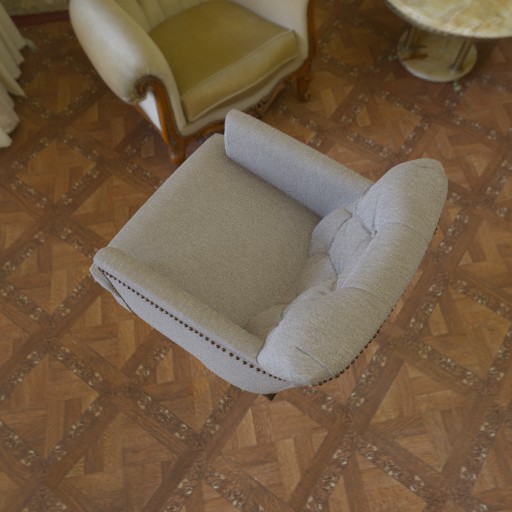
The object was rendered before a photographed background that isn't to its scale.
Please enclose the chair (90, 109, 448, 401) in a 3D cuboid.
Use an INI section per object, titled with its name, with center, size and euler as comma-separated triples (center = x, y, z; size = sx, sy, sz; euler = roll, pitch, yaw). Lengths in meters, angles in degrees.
[chair]
center = 0.000, 0.000, 1.508
size = 0.902, 0.823, 0.737
euler = 31, 67, 15
